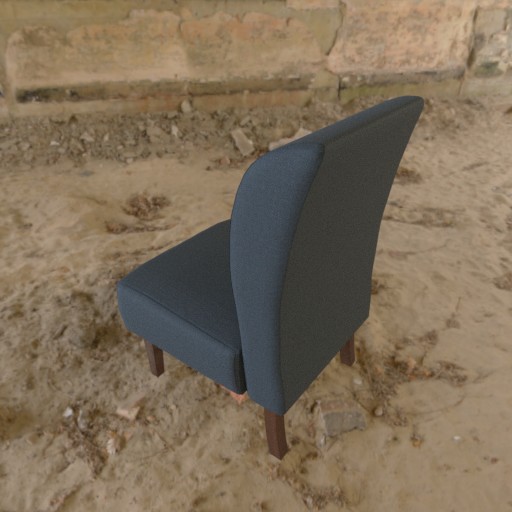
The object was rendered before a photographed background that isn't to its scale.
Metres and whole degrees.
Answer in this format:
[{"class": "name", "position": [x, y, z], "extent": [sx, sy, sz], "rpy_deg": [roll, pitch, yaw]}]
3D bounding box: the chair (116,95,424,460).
[{"class": "chair", "position": [0.000, 0.000, 1.155], "extent": [0.592, 0.804, 0.513], "rpy_deg": [21, 37, 30]}]
